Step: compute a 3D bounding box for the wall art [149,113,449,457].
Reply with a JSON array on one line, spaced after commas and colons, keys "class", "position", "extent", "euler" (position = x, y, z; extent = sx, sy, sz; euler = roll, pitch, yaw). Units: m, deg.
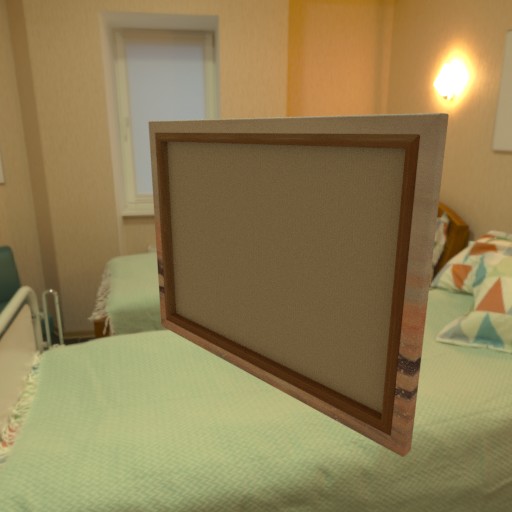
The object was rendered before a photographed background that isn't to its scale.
[{"class": "wall art", "position": [0.000, 0.000, 1.284], "extent": [0.038, 0.763, 1.015], "euler": [-15, 22, -42]}]
